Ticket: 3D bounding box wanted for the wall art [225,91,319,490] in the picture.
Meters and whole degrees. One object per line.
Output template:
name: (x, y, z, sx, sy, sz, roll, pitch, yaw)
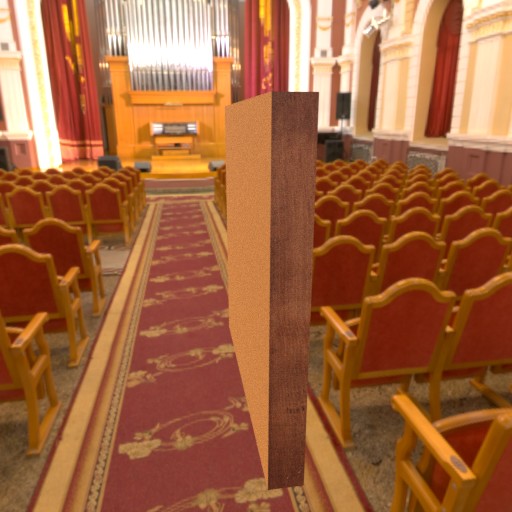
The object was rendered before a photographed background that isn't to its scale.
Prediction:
wall art: (0.000, 0.000, 0.585, 0.038, 0.385, 0.386, -3, 17, -9)
